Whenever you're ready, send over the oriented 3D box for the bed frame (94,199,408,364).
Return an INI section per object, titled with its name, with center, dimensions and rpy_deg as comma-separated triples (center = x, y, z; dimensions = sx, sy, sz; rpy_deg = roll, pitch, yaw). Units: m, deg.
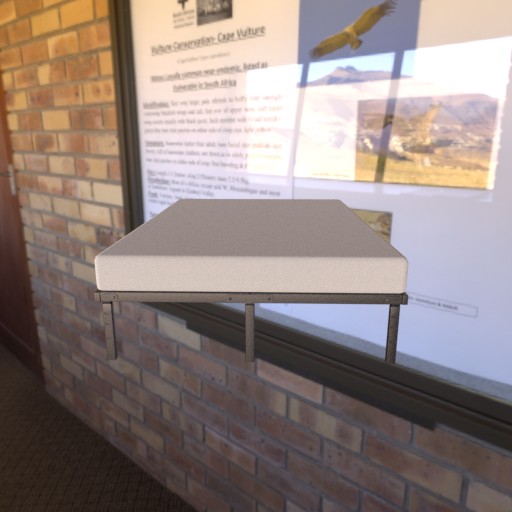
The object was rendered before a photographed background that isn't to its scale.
[bed frame]
center = 0.000, 0.000, 3.960
dimensions = 2.205, 0.680, 2.842
rpy_deg = 2, 15, 9
